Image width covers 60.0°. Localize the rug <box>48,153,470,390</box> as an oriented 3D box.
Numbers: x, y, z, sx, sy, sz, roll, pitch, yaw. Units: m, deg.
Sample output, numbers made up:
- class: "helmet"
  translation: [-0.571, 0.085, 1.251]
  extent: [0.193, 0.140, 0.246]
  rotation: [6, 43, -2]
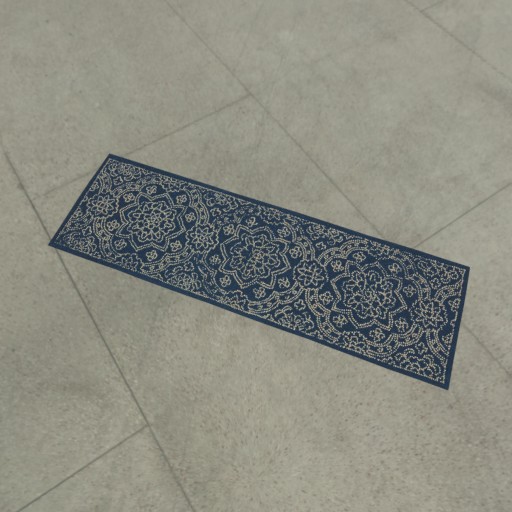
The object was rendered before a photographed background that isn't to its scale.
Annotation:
- class: "rug"
  translation: [0.000, 0.000, 2.678]
  extent: [2.448, 0.012, 0.769]
  rotation: [19, 65, 9]
